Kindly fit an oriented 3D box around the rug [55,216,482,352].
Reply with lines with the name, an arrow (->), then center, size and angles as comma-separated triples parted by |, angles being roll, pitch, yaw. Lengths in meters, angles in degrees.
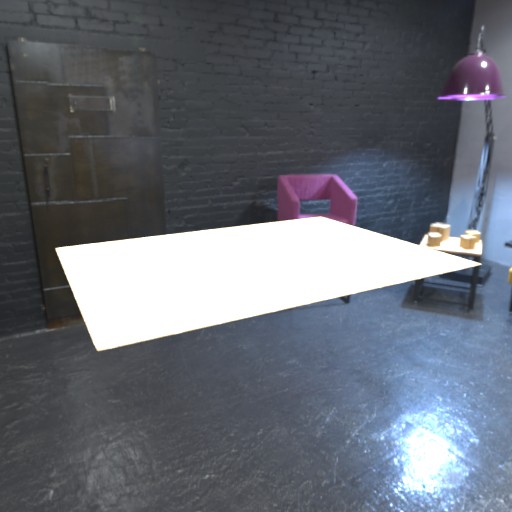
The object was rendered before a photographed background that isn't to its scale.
rug -> 0.000, 0.000, 4.271 | 3.353, 0.010, 2.438 | -9, 19, -27
